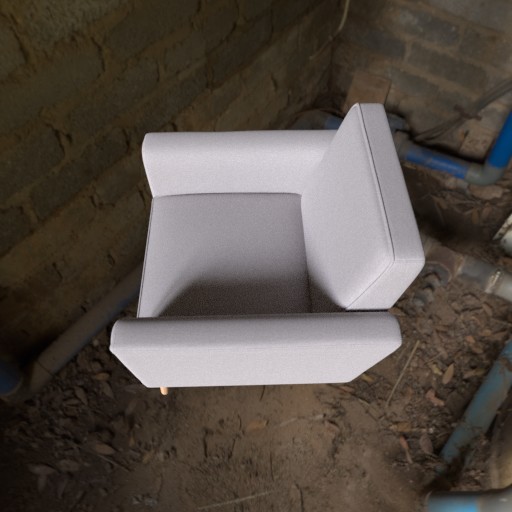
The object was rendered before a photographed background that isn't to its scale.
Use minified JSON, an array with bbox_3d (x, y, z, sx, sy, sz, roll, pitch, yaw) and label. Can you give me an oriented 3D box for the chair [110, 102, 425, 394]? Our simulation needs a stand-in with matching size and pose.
[{"bbox_3d":[0.000,0.000,1.440,0.750,0.780,0.780,-1,57,-1],"label":"chair"}]
